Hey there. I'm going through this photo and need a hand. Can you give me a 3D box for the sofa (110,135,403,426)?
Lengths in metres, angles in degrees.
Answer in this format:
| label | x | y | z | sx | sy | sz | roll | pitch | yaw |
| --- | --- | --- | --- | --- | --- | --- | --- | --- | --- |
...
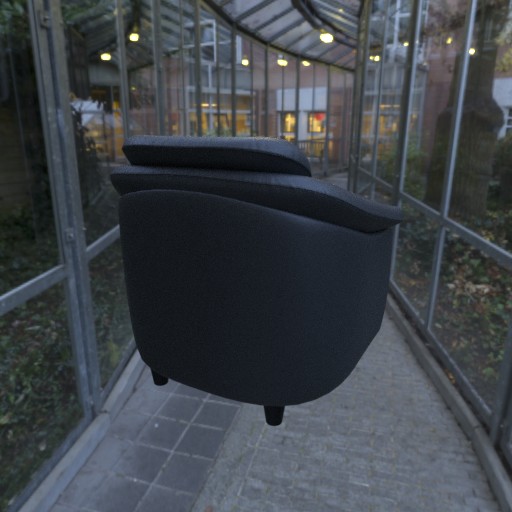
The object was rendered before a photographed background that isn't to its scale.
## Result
| label | x | y | z | sx | sy | sz | roll | pitch | yaw |
| --- | --- | --- | --- | --- | --- | --- | --- | --- | --- |
| sofa | 0.000 | 0.000 | 1.522 | 0.870 | 0.811 | 0.794 | 9 | 19 | 28 |
